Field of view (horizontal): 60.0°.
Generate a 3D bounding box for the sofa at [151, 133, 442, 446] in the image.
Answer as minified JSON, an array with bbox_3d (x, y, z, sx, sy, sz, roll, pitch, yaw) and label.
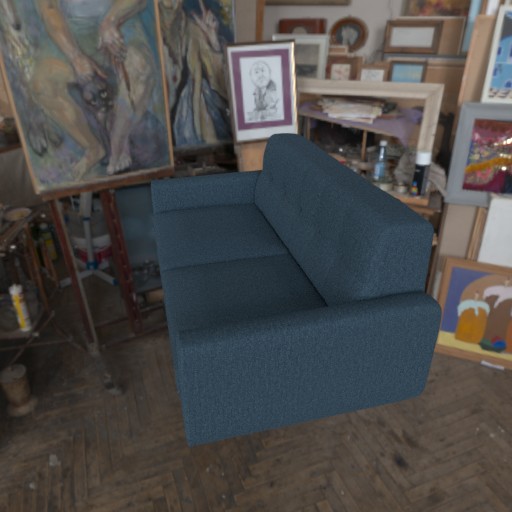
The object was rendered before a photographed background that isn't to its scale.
[{"bbox_3d":[0.000,0.000,2.205,0.942,0.896,1.651,-7,29,-13],"label":"sofa"}]
